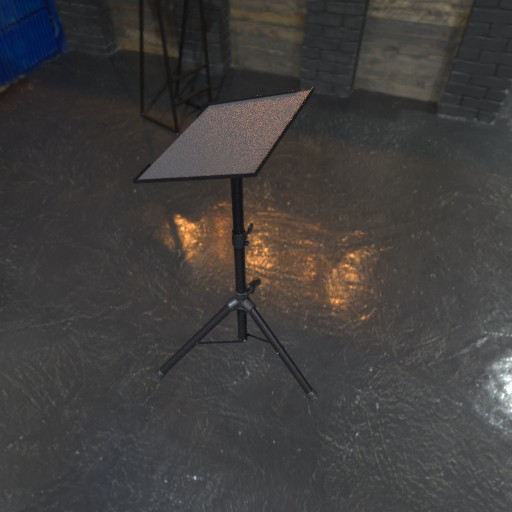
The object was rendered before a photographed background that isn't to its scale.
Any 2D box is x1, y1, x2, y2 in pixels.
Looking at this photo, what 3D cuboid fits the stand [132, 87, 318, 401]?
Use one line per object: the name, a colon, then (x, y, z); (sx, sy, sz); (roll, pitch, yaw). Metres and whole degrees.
stand: (0.000, 0.000, 1.659); (0.702, 1.198, 0.702); (17, 49, 15)
